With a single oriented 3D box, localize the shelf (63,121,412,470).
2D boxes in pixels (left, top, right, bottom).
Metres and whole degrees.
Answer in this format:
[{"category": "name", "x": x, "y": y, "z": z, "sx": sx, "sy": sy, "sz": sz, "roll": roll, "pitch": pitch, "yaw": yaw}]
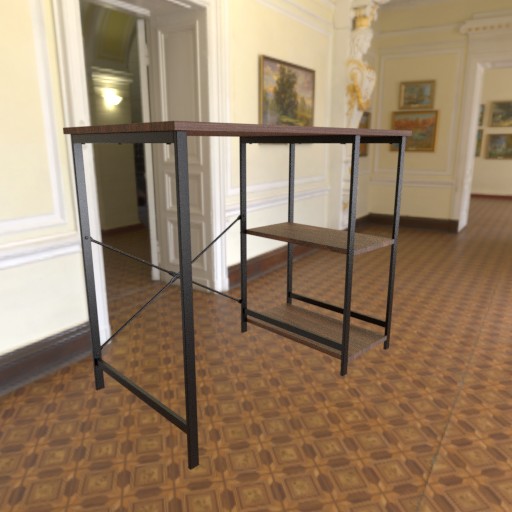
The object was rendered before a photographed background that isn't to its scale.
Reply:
[{"category": "shelf", "x": 0.000, "y": 0.000, "z": 1.364, "sx": 0.902, "sy": 0.750, "sz": 0.498, "roll": -14, "pitch": 20, "yaw": -43}]
